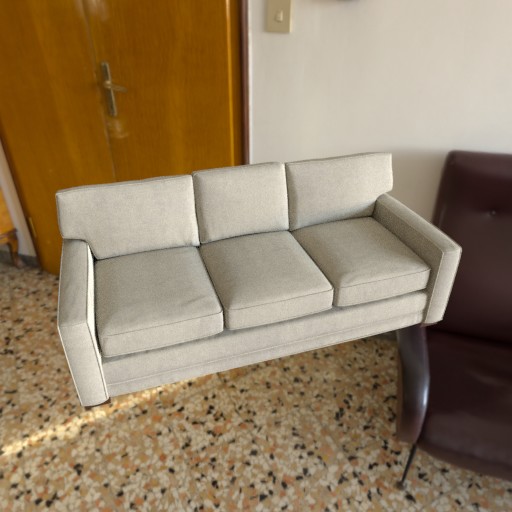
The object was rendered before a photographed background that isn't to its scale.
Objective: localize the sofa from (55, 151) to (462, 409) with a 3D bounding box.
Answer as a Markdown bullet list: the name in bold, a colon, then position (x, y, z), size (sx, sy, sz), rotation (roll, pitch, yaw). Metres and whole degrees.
- **sofa**: position (0.000, 0.000, 2.576), size (2.093, 0.862, 0.936), rotation (-10, 34, -15)
